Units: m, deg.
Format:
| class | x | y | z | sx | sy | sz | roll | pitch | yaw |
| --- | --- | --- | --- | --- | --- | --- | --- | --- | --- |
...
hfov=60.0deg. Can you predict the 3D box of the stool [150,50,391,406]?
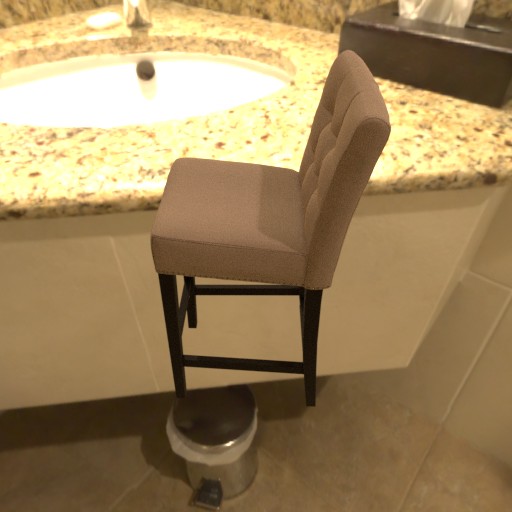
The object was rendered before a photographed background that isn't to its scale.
| class | x | y | z | sx | sy | sz | roll | pitch | yaw |
| --- | --- | --- | --- | --- | --- | --- | --- | --- | --- |
| stool | 0.000 | 0.000 | 1.314 | 0.548 | 1.047 | 0.411 | 1 | 42 | 1 |
